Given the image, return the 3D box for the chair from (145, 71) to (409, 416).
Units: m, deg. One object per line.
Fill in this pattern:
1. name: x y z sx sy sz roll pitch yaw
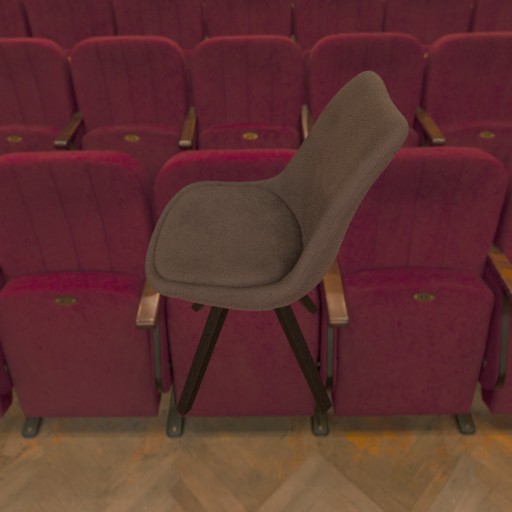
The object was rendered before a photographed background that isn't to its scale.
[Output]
1. chair: 0.000 0.000 1.150 0.550 0.850 0.476 0 42 0
